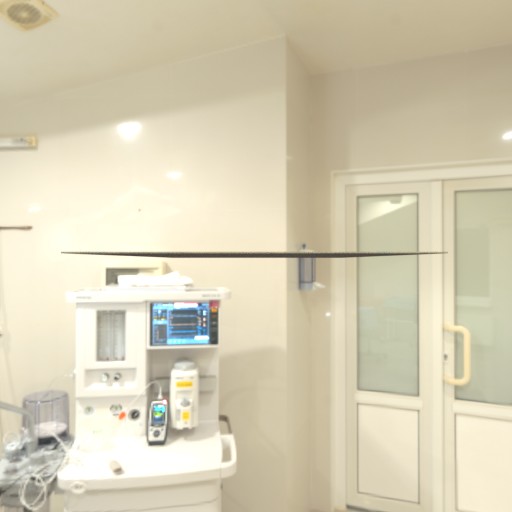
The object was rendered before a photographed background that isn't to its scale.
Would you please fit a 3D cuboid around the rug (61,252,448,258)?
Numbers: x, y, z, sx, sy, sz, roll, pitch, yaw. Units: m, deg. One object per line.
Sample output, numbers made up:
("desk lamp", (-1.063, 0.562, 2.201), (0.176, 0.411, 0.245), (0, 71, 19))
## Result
("rug", (0.000, 0.000, 2.296), (1.229, 0.005, 1.827), (0, -1, 0))
